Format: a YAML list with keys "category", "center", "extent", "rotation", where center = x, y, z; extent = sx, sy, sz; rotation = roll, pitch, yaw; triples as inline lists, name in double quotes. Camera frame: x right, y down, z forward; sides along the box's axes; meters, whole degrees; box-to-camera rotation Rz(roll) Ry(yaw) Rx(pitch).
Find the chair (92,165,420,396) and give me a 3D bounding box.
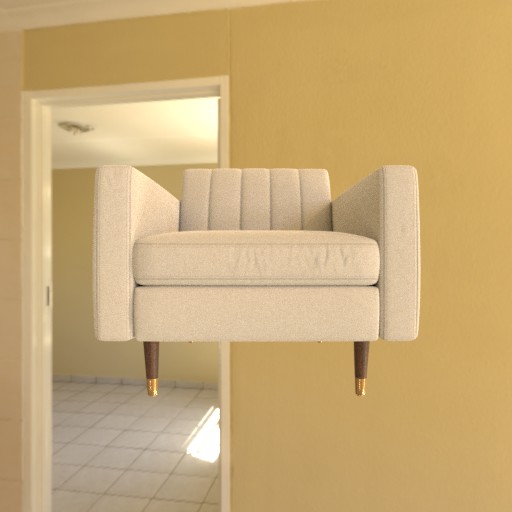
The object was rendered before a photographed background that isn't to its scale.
- category: "chair"
  center: [0.000, 0.000, 1.707]
  extent: [0.953, 0.819, 0.998]
  rotation: [0, 0, 0]
